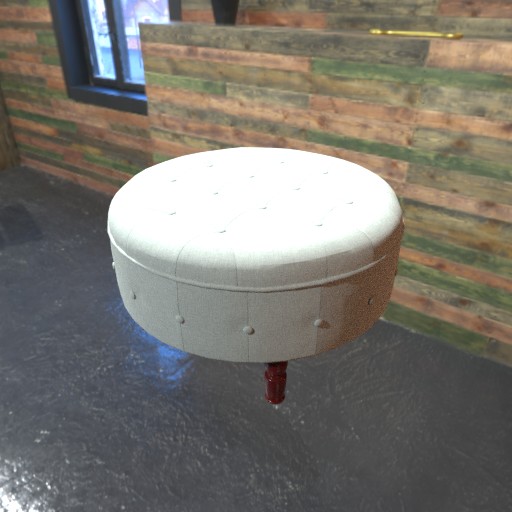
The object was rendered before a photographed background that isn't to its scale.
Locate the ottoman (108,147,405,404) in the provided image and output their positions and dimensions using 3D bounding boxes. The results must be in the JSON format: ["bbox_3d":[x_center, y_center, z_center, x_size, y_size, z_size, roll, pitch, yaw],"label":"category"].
[{"bbox_3d":[0.000,0.000,1.401,0.850,0.483,0.850,0,30,0],"label":"ottoman"}]
